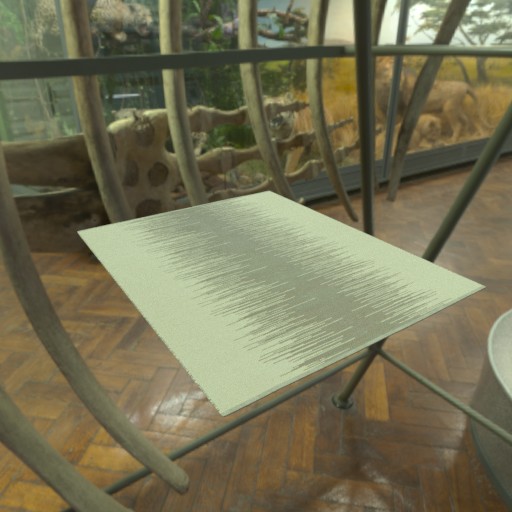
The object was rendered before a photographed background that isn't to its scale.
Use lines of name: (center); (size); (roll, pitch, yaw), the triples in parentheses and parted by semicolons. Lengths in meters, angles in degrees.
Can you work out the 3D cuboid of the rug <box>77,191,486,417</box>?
rug: (0.000, 0.000, 4.085); (2.453, 0.010, 3.037); (-17, 31, -30)
